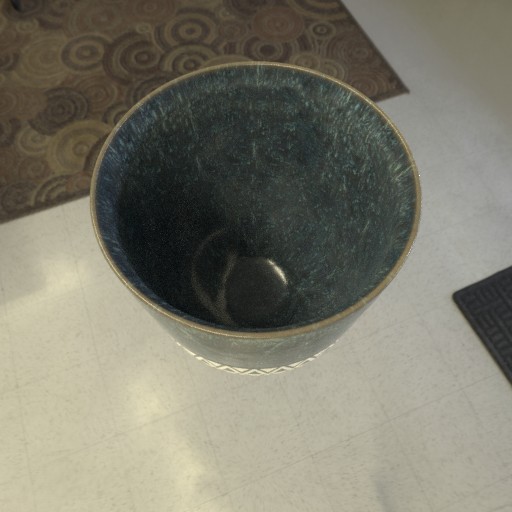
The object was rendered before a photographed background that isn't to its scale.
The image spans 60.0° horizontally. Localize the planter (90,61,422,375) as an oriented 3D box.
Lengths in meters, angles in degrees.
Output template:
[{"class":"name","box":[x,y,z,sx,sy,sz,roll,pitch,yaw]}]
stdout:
[{"class":"planter","box":[0.000,0.000,0.358,0.195,0.214,0.195,0,64,0]}]
